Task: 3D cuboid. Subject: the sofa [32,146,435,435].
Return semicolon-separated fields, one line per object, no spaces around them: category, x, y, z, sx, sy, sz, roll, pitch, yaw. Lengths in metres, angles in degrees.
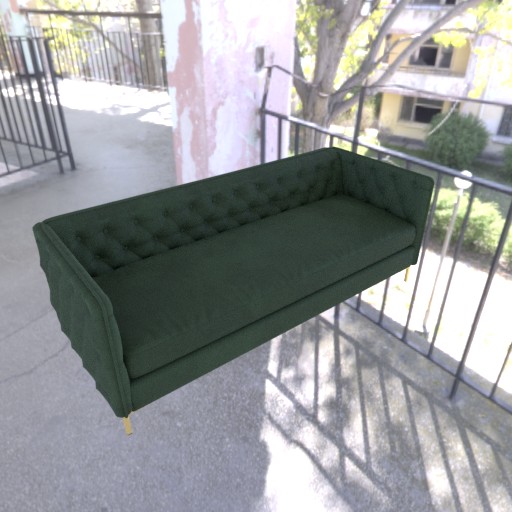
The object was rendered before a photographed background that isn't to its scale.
sofa;0.000;0.000;2.661;2.209;0.771;0.895;-21;37;-32
